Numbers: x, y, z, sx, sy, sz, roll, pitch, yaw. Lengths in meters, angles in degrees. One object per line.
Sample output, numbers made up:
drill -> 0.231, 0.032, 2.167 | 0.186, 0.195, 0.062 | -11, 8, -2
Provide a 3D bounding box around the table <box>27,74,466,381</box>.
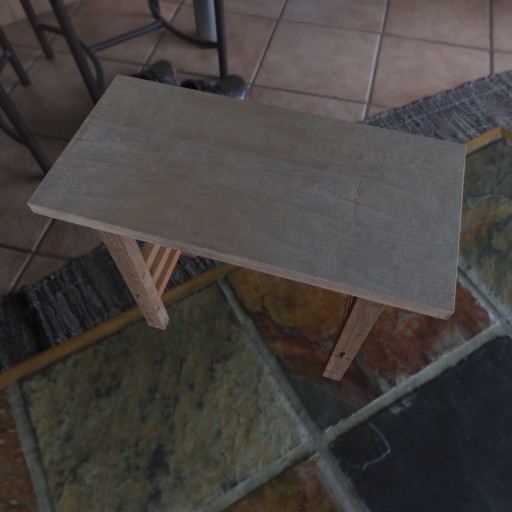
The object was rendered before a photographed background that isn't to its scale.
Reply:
table -> 0.000, 0.000, 1.634 | 1.119, 0.914, 0.556 | 14, 60, 8
